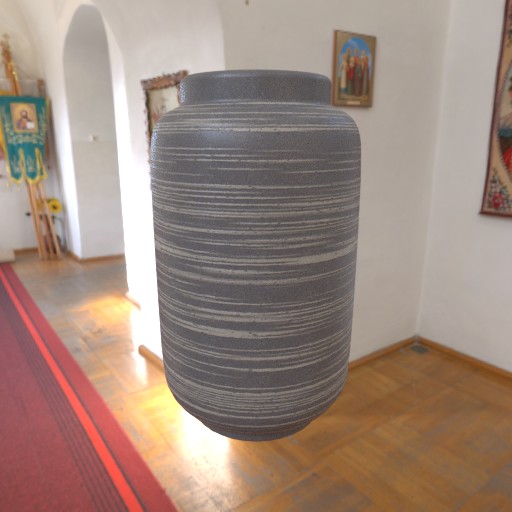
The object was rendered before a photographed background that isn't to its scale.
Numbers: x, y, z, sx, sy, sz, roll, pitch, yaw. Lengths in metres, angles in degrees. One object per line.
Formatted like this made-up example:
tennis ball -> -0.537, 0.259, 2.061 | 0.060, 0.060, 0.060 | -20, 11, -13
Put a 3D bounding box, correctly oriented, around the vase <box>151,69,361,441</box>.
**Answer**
vase -> 0.000, 0.000, 0.669 | 0.297, 0.499, 0.297 | 0, 15, 0
